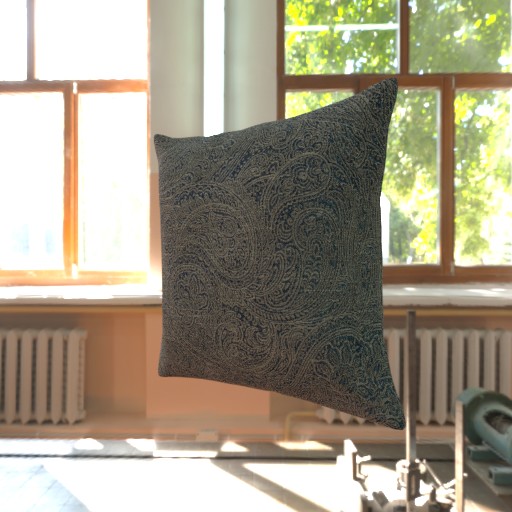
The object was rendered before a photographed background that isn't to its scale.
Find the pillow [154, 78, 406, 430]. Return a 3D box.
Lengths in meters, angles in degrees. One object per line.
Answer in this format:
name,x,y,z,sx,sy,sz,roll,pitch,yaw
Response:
pillow,0.000,0.000,0.784,0.523,0.510,0.166,0,0,36
